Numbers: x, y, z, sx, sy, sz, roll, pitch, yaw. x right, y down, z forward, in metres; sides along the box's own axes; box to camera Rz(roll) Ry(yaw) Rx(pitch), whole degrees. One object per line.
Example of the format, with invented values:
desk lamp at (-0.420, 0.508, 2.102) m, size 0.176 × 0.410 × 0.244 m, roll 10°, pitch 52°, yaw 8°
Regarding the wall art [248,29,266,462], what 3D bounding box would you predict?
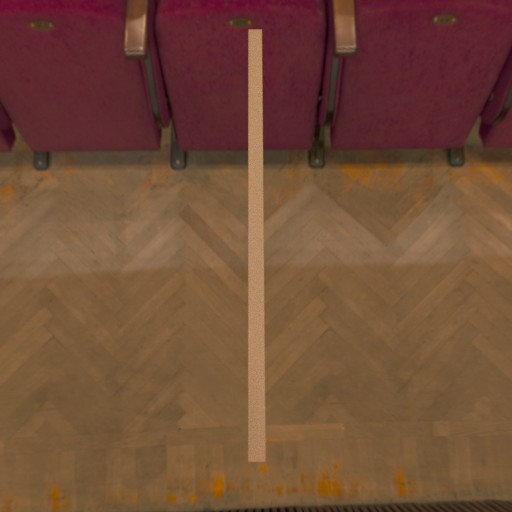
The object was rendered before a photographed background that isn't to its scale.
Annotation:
wall art at (0.000, 0.000, 0.802) m, size 0.021 × 0.410 × 0.615 m, roll 0°, pitch 75°, yaw 0°
